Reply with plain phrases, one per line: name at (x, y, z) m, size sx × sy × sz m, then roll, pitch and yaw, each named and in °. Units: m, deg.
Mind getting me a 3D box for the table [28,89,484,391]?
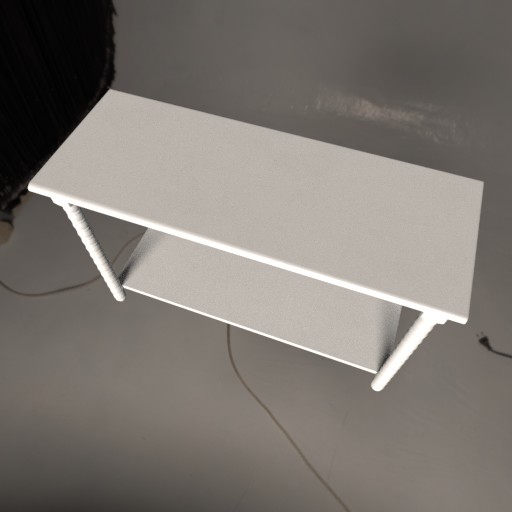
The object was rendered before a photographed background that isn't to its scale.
table at (0.000, 0.000, 1.530) m, size 1.184 × 0.740 × 0.459 m, roll 17°, pitch 59°, yaw 11°
